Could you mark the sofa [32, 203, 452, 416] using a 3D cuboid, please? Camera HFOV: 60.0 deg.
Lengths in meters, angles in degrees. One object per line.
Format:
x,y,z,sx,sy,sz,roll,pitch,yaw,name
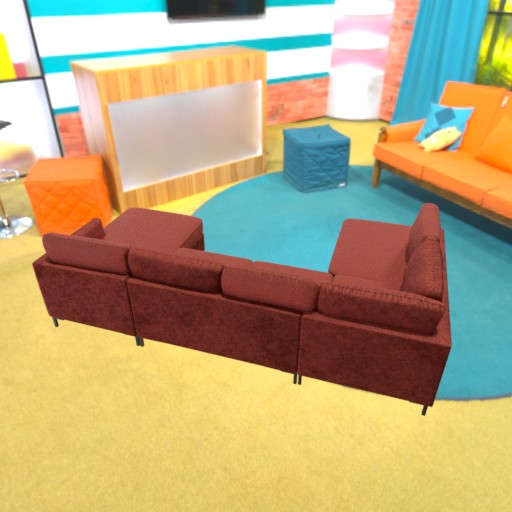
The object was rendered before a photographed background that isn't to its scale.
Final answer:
0.000,0.000,4.314,3.434,0.992,2.055,10,34,15,sofa
